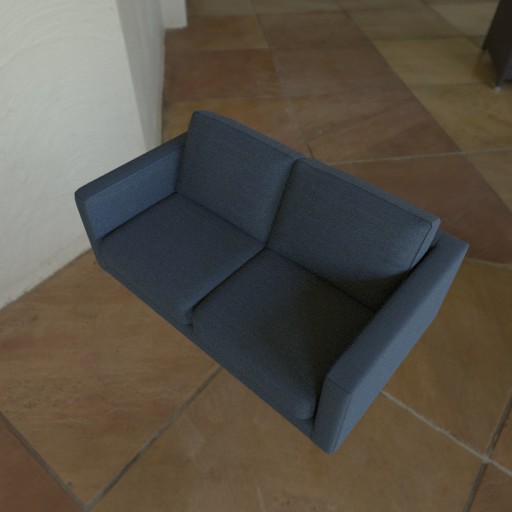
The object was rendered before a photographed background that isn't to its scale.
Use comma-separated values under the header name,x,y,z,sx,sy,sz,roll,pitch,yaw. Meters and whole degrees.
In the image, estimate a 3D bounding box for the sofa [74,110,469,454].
name,x,y,z,sx,sy,sz,roll,pitch,yaw
sofa,0.000,0.000,2.268,1.659,0.907,0.999,32,54,28
